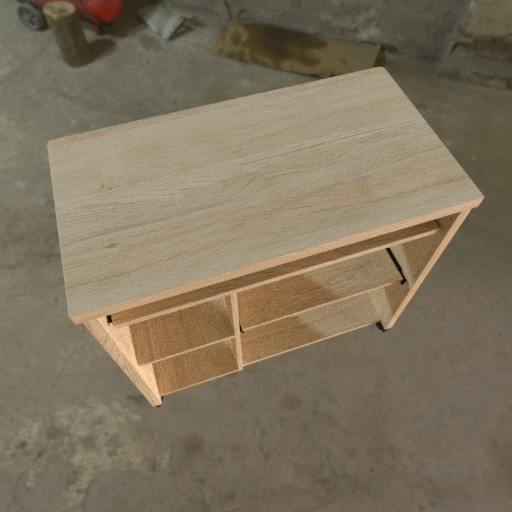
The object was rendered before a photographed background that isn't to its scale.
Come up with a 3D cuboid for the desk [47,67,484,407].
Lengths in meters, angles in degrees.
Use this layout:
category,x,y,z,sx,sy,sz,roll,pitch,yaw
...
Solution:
category,x,y,z,sx,sy,sz,roll,pitch,yaw
desk,0.000,0.000,1.333,0.885,0.770,0.480,-16,60,-10
